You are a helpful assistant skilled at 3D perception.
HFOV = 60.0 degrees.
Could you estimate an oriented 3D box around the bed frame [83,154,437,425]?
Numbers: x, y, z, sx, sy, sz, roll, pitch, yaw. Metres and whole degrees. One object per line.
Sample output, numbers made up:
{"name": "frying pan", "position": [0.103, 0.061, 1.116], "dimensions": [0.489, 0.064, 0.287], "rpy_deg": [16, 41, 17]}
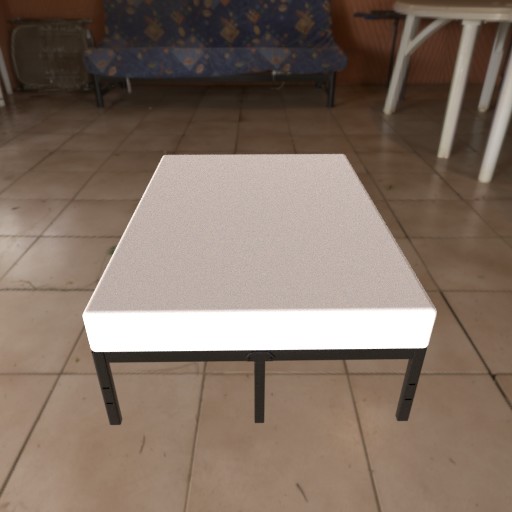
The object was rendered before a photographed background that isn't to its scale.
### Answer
{"name": "bed frame", "position": [0.000, 0.000, 2.732], "dimensions": [1.408, 0.659, 1.956], "rpy_deg": [0, 31, -1]}
